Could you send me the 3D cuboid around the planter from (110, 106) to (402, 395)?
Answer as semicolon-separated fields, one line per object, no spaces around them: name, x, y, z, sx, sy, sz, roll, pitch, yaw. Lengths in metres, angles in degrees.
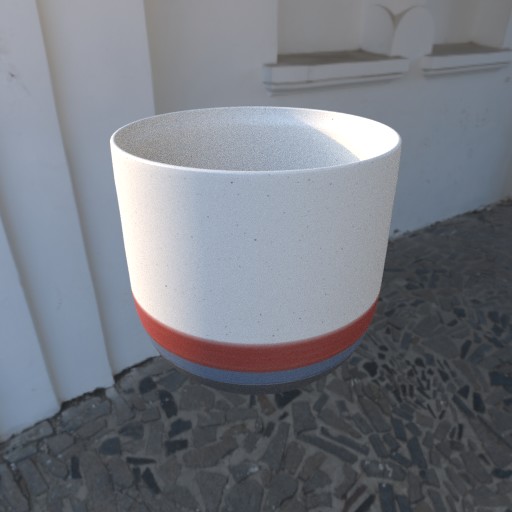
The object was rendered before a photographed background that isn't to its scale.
planter;0.000;0.000;0.483;0.268;0.270;0.268;0;28;0
